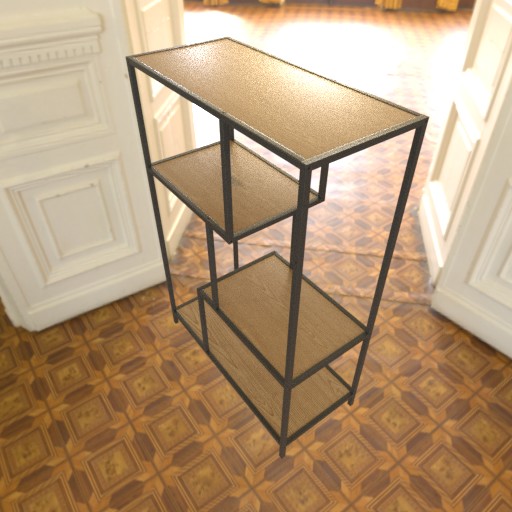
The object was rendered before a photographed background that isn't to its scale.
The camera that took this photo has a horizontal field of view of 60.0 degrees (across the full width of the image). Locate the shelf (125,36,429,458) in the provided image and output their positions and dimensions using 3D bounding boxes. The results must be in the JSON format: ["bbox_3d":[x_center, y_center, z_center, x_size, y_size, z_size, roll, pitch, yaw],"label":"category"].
[{"bbox_3d":[0.000,0.000,1.471,0.350,1.138,0.770,-26,47,-27],"label":"shelf"}]
